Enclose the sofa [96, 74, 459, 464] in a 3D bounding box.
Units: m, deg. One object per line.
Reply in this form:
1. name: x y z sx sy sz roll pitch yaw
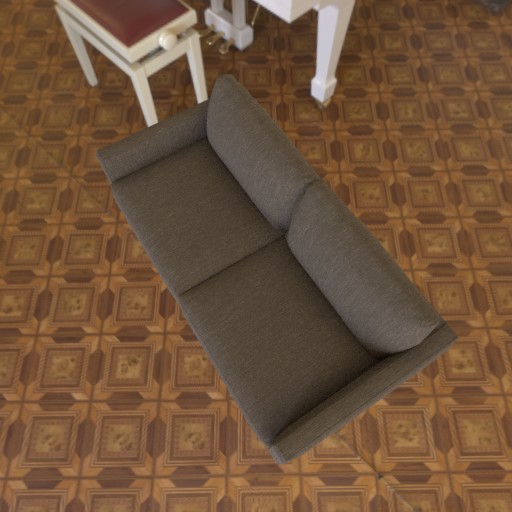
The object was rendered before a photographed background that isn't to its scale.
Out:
1. sofa: 0.000 0.000 2.142 0.875 0.840 1.682 -30 68 -14
